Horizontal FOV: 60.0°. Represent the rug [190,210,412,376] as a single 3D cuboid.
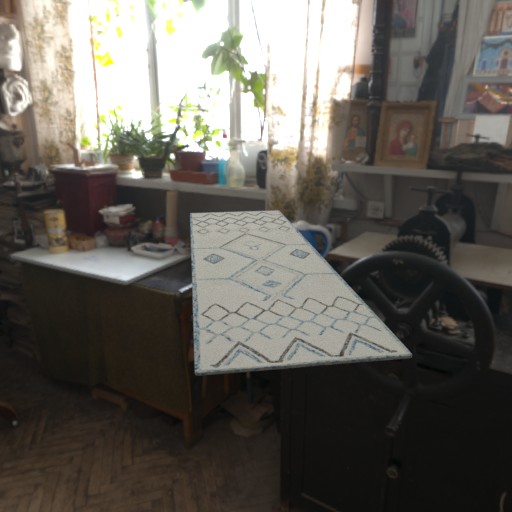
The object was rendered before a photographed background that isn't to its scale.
[{"bbox_3d":[0.000,0.000,2.665,0.770,0.013,2.434,-3,18,-8],"label":"rug"}]
